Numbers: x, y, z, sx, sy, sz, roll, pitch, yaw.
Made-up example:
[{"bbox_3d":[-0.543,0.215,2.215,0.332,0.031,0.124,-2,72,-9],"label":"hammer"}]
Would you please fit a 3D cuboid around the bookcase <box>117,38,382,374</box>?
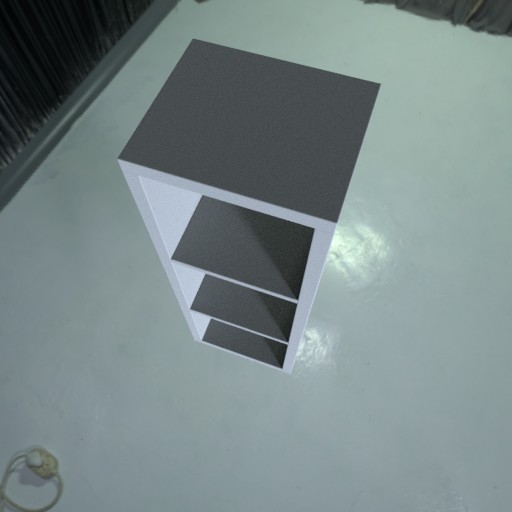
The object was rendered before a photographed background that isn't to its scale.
[{"bbox_3d":[0.000,0.000,1.281,0.390,1.080,0.330,17,64,9],"label":"bookcase"}]
